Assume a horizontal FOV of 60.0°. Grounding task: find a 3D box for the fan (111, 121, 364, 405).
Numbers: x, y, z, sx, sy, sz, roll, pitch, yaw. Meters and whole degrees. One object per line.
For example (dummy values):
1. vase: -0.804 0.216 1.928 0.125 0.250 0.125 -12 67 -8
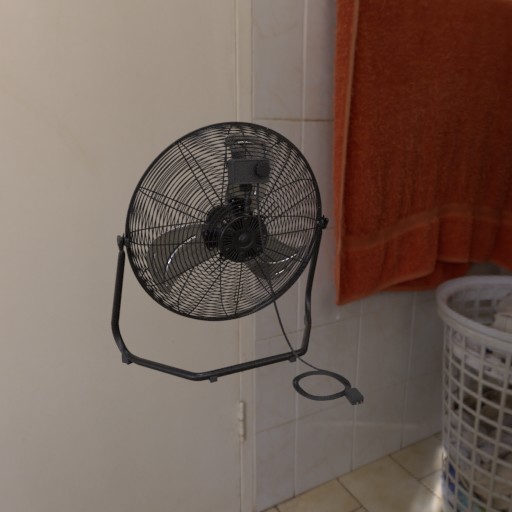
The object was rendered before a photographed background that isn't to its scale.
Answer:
1. fan: 0.000 0.000 0.931 0.555 0.546 0.424 -7 17 -25
